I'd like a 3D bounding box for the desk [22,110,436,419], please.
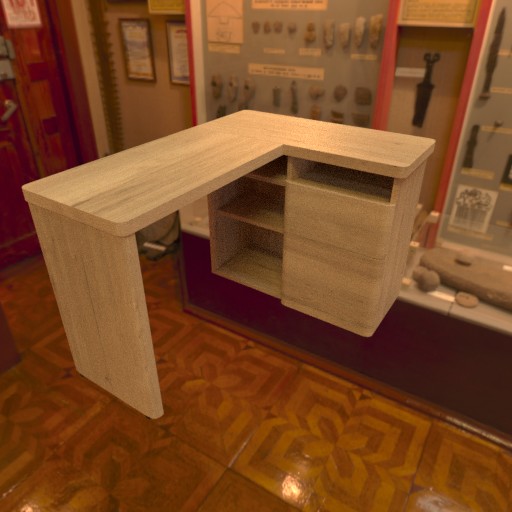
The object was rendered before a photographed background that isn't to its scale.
[{"bbox_3d":[0.000,0.000,1.699,0.900,0.760,1.169,19,36,28],"label":"desk"}]
